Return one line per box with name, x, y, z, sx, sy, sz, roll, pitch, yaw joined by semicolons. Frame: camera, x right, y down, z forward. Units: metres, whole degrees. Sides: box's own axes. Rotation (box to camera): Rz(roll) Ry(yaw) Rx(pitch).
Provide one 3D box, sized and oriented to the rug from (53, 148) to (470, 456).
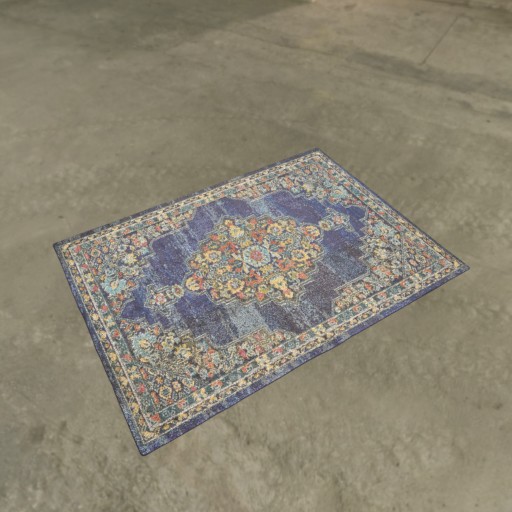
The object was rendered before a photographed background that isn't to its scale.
rug;0.000;0.000;2.908;2.232;0.009;1.630;-24;51;-21
